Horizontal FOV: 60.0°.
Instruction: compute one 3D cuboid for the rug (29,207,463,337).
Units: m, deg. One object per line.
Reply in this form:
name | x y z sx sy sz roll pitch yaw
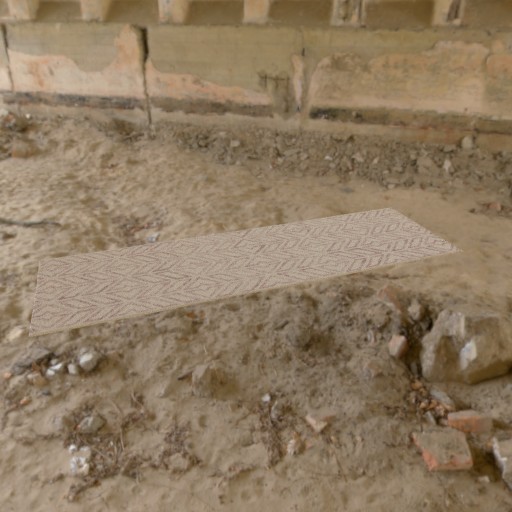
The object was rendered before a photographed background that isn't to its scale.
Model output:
rug | 0.000 0.000 2.660 2.435 0.009 0.750 -10 30 -17
